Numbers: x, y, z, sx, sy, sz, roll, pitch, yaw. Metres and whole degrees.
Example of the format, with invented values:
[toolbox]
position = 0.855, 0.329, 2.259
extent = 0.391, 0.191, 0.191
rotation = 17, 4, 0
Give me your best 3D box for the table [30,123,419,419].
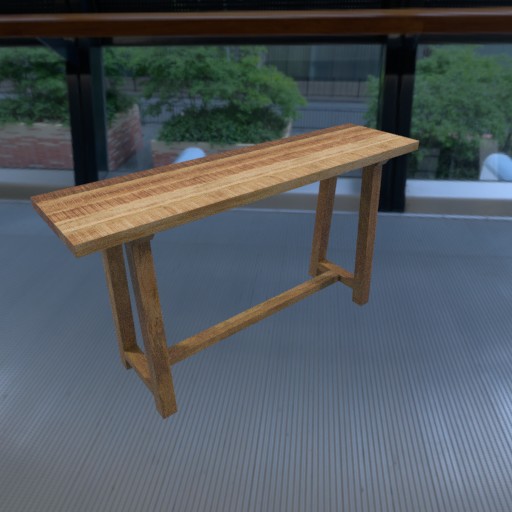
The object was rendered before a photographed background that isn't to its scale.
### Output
[table]
position = 0.000, 0.000, 1.895
extent = 1.524, 0.810, 0.405
rotation = -22, 37, -32
